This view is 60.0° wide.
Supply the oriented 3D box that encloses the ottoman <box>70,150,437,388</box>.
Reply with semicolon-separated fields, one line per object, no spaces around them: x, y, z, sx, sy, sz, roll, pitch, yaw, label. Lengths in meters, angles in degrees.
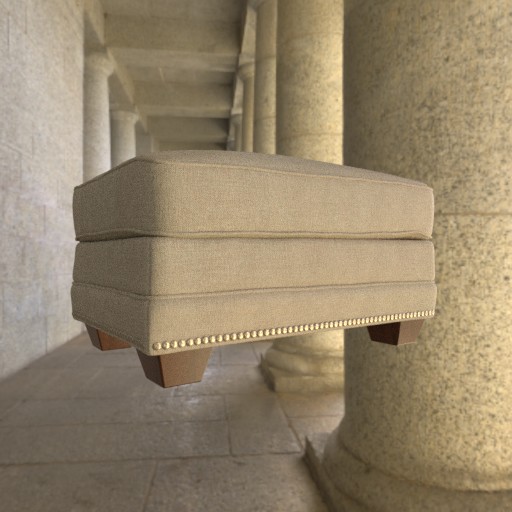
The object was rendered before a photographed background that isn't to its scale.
0.000;0.000;1.149;0.813;0.458;0.559;0;0;-35;ottoman
